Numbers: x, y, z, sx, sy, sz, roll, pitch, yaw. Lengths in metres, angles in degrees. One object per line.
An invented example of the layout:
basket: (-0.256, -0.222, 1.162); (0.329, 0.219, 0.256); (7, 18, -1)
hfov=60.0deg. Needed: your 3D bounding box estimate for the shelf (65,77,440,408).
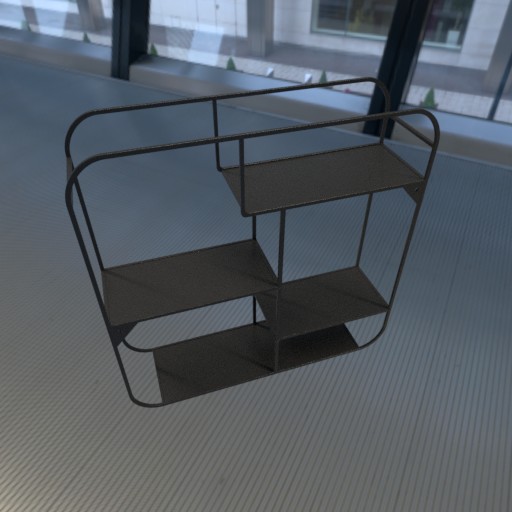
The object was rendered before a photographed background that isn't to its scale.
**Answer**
shelf: (0.000, 0.000, 0.887); (0.600, 0.600, 0.160); (-12, 42, -14)
